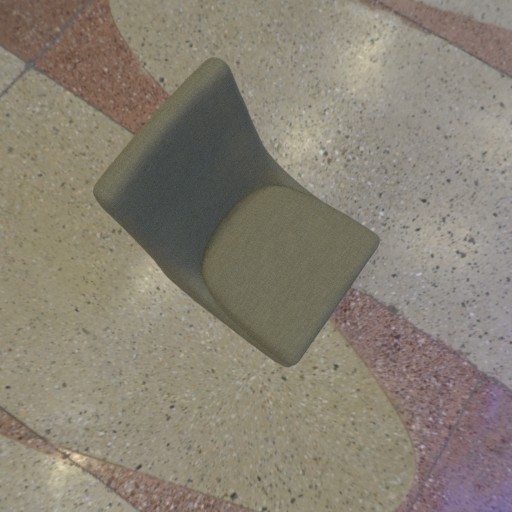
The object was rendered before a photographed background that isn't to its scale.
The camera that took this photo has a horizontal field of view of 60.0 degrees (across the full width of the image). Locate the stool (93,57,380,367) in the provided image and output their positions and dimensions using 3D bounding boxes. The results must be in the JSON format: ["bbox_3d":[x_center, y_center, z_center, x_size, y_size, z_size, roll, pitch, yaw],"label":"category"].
[{"bbox_3d":[0.000,0.000,1.409,0.577,1.078,0.470,35,78,9],"label":"stool"}]
